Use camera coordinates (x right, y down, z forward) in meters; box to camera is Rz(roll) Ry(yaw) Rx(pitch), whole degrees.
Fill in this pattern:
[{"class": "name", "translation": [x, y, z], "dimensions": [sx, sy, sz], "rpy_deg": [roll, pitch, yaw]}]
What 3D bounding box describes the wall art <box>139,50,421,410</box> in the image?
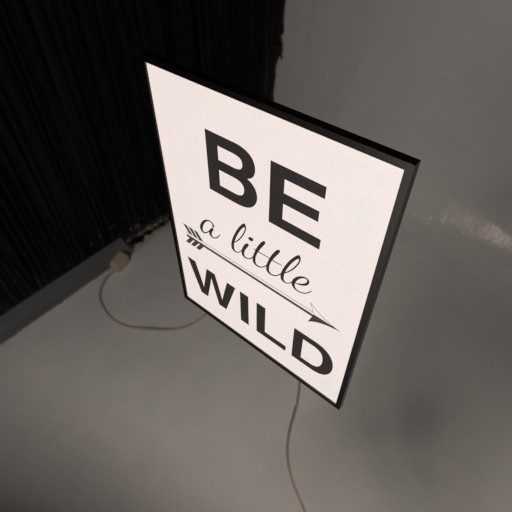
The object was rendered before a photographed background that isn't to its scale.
[{"class": "wall art", "translation": [0.000, 0.000, 0.772], "dimensions": [0.442, 0.582, 0.013], "rpy_deg": [31, 54, 26]}]
